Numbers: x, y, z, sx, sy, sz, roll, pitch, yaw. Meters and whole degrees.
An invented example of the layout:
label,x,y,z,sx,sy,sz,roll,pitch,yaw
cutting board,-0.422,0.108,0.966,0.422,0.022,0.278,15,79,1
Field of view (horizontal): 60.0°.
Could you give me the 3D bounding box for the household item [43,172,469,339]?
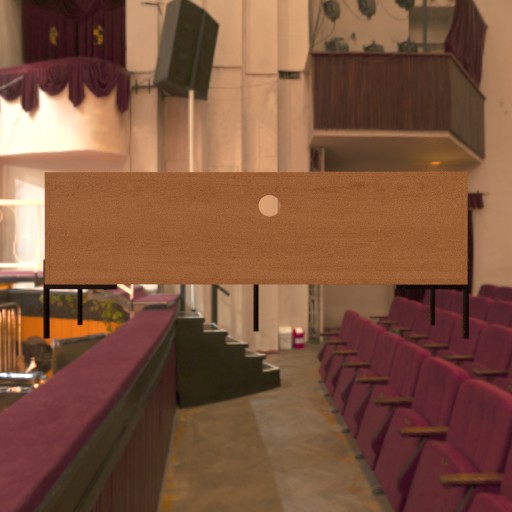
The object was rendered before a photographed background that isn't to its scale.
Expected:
label,x,y,z,sx,sy,sz,roll,pitch,yaw
household item,0.000,0.000,1.778,1.550,0.600,0.400,0,0,0
